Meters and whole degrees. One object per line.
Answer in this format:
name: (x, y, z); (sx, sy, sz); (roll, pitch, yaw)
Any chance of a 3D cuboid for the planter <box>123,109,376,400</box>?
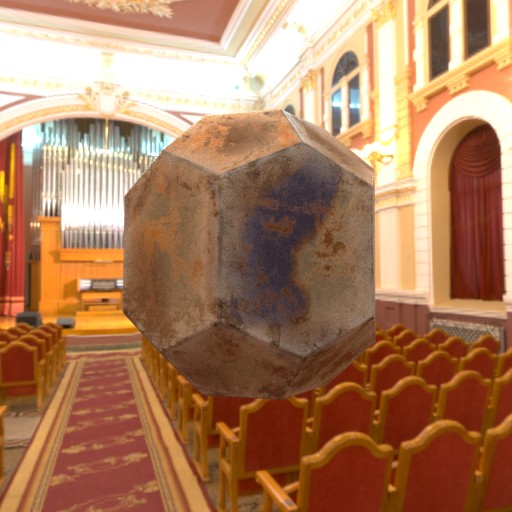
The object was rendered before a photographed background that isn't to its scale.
planter: (0.000, 0.000, 0.424); (0.243, 0.238, 0.221); (1, -3, -18)
